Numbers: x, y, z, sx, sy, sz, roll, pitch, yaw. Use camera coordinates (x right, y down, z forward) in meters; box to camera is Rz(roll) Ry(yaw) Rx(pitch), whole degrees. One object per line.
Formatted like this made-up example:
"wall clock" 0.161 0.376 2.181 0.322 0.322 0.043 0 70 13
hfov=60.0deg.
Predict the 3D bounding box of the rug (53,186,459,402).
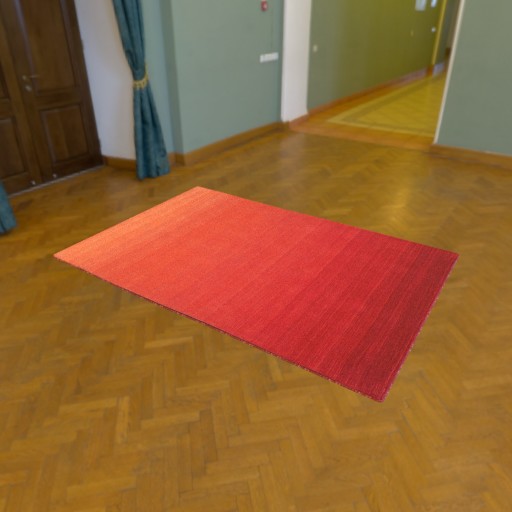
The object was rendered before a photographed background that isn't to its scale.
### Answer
"rug" 0.000 0.000 2.392 1.835 0.018 1.230 18 35 28
